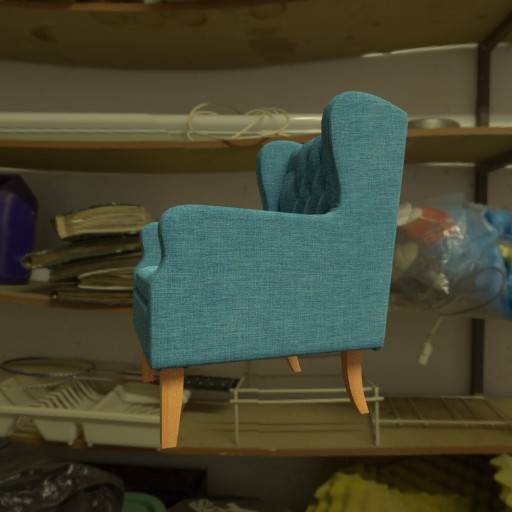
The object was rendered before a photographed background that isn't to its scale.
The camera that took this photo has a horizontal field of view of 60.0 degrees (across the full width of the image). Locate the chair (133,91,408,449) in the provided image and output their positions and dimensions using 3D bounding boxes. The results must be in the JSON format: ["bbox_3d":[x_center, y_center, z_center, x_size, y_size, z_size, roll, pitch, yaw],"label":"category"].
[{"bbox_3d":[0.000,0.000,1.511,0.775,0.952,0.711,0,0,-19],"label":"chair"}]
